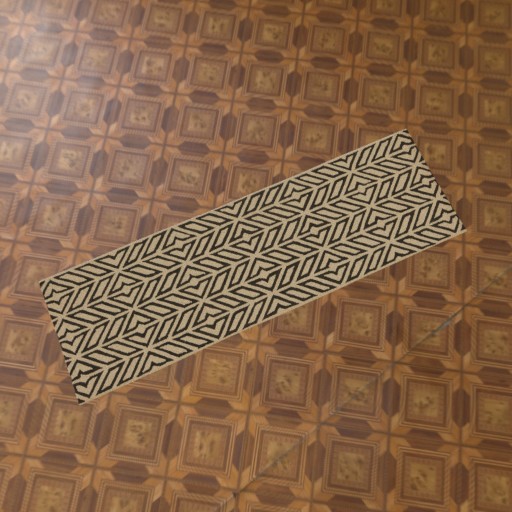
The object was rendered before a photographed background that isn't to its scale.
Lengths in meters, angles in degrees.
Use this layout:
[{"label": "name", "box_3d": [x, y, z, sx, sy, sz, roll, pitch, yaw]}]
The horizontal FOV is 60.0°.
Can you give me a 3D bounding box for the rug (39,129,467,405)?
[{"label": "rug", "box_3d": [0.000, 0.000, 2.615, 2.435, 0.009, 0.750, -23, 77, -6]}]
